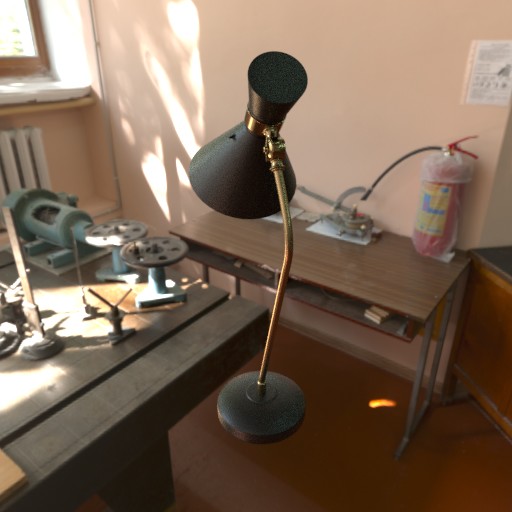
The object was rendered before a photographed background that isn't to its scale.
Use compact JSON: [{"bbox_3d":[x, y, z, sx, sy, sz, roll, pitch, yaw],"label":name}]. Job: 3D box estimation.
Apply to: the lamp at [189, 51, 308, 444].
[{"bbox_3d":[0.000,0.000,0.769,0.189,0.647,0.292,-8,27,-17],"label":"lamp"}]
